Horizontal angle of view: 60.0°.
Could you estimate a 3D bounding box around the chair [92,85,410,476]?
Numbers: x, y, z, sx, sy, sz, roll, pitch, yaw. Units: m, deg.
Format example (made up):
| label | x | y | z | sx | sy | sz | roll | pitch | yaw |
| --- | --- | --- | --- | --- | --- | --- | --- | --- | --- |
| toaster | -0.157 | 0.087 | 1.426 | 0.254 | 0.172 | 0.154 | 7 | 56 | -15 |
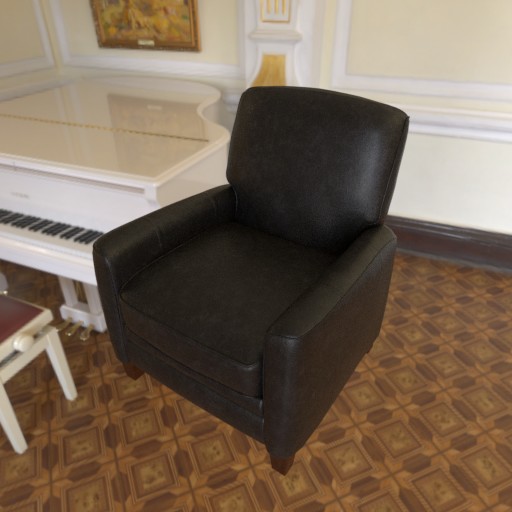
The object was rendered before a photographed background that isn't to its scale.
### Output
| label | x | y | z | sx | sy | sz | roll | pitch | yaw |
| --- | --- | --- | --- | --- | --- | --- | --- | --- | --- |
| chair | 0.000 | 0.000 | 1.586 | 0.848 | 1.014 | 0.864 | 20 | 37 | 29 |
